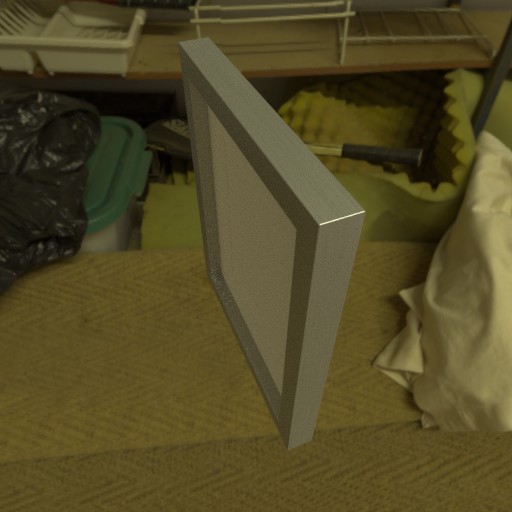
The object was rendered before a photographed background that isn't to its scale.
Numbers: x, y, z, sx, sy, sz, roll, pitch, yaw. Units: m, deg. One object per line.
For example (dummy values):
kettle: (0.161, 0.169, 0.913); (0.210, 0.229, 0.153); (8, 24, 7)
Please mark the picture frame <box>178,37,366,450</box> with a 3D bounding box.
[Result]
picture frame: (0.000, 0.000, 0.385); (0.036, 0.282, 0.233); (-17, 49, -16)
